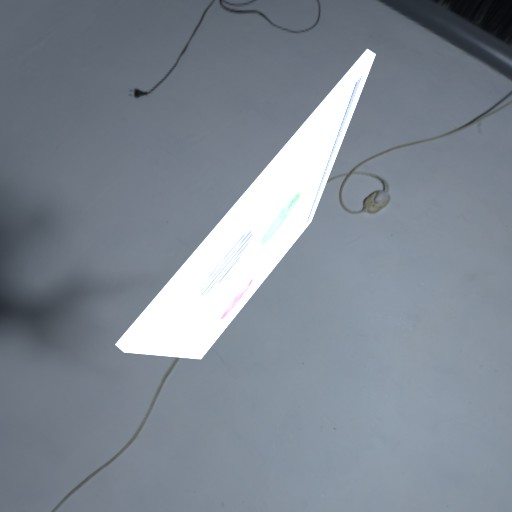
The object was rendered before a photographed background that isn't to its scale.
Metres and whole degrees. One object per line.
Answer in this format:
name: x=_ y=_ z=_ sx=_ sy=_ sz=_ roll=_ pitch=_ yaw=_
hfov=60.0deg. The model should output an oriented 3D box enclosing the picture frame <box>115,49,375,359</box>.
picture frame: x=0.000 y=0.000 z=0.823 sx=0.013 sy=0.657 sz=0.457 roll=38 pitch=79 yaw=8
